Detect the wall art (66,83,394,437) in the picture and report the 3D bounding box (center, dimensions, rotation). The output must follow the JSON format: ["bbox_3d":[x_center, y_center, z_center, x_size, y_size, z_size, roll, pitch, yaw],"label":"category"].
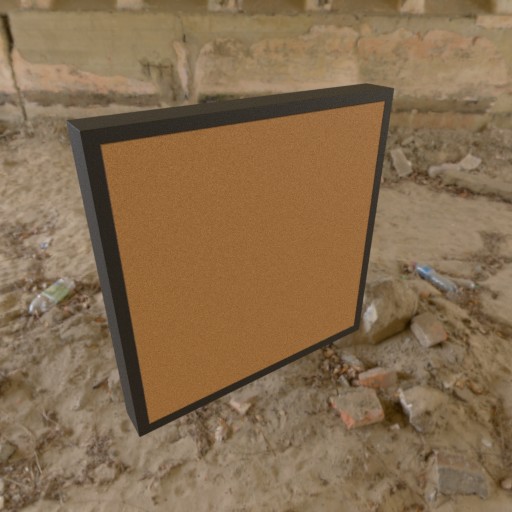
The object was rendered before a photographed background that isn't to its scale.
[{"bbox_3d":[0.000,0.000,0.453,0.304,0.304,0.038,-18,35,-29],"label":"wall art"}]
